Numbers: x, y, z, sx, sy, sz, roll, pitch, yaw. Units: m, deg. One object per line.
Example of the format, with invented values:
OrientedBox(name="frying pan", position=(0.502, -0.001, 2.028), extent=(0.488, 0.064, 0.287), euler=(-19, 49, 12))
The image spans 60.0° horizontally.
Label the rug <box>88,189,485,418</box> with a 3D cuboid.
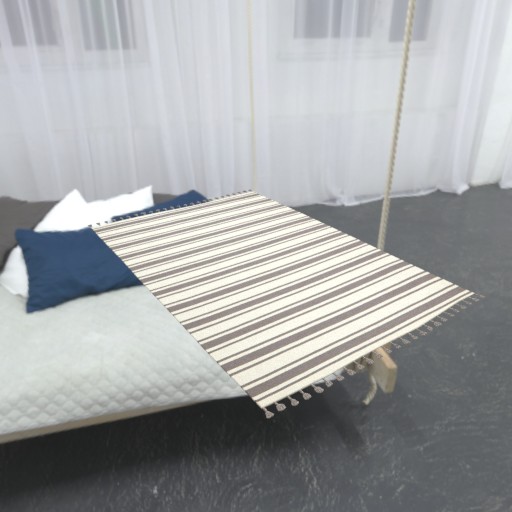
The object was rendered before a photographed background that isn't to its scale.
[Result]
OrientedBox(name="rug", position=(0.000, 0.000, 3.016), extent=(1.563, 0.014, 2.425), euler=(-17, 31, -31))
